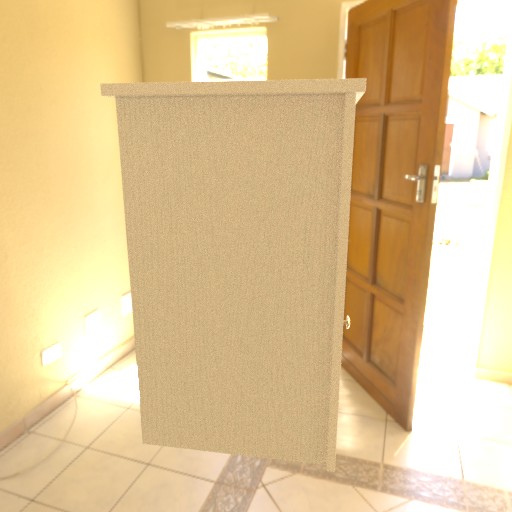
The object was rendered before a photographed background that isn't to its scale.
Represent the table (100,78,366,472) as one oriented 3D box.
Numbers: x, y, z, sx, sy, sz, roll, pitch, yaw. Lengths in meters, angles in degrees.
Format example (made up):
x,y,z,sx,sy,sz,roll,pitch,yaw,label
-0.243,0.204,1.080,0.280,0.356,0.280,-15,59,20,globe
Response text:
x,y,z,sx,sy,sz,roll,pitch,yaw,label
0.000,0.000,0.929,0.381,0.635,0.480,3,16,9,table
